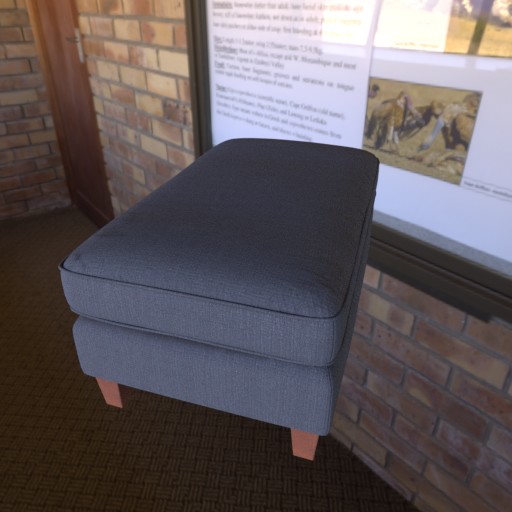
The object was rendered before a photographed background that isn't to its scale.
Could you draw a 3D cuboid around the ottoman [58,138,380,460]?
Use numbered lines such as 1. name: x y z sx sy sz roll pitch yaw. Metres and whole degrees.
1. ottoman: 0.000 0.000 1.192 0.570 0.438 0.885 9 31 15
